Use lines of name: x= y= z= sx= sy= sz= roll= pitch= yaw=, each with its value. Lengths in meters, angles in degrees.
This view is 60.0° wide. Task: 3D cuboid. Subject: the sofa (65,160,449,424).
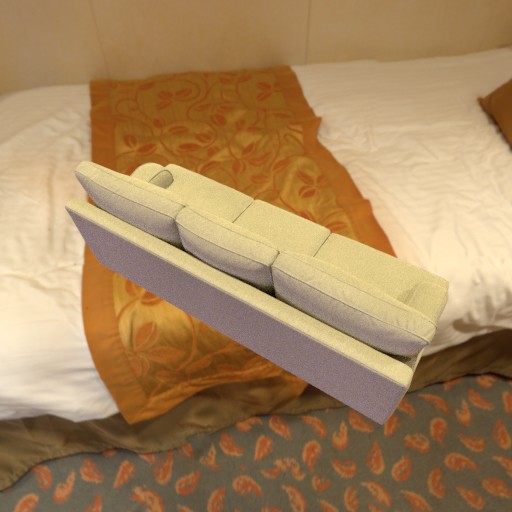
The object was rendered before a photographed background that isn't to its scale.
sofa: x=0.000 y=0.000 z=2.910 sx=2.323 sy=0.991 sz=1.016 roll=26 pitch=53 yaw=21
